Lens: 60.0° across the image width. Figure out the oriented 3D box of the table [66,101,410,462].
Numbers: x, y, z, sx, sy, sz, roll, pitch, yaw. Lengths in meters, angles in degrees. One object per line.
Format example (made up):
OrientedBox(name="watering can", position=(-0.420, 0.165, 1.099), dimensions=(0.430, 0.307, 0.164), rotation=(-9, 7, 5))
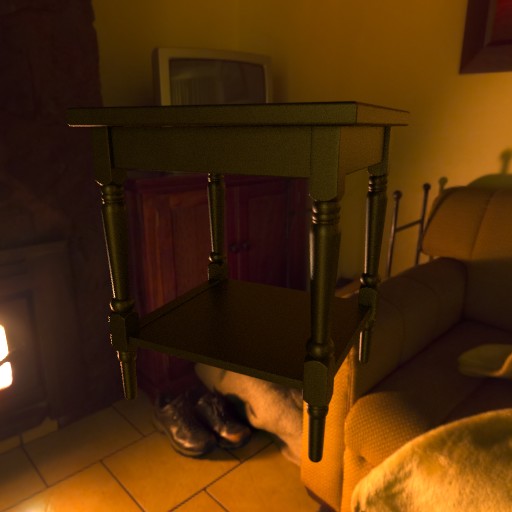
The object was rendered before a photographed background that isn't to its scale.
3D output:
OrientedBox(name="table", position=(0.000, 0.000, 0.900), dimensions=(0.488, 0.565, 0.442), rotation=(8, 18, 25))
